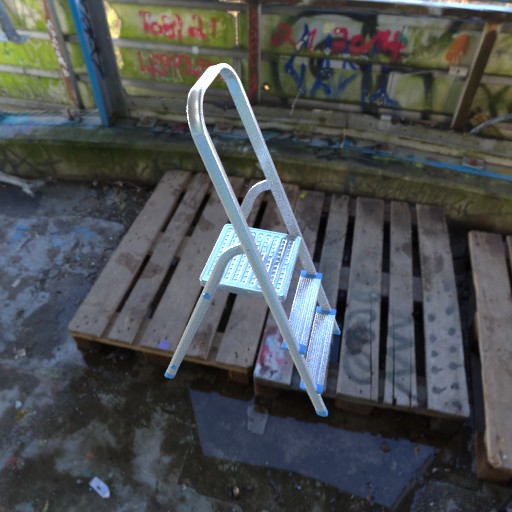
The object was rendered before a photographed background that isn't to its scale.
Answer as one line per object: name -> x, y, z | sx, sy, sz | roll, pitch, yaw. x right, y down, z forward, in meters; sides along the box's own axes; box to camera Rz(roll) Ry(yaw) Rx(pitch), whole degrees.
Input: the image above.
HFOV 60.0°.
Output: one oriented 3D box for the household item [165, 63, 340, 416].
household item -> 0.000, 0.000, 1.506 | 0.687, 1.215, 0.420 | 11, 47, 10
